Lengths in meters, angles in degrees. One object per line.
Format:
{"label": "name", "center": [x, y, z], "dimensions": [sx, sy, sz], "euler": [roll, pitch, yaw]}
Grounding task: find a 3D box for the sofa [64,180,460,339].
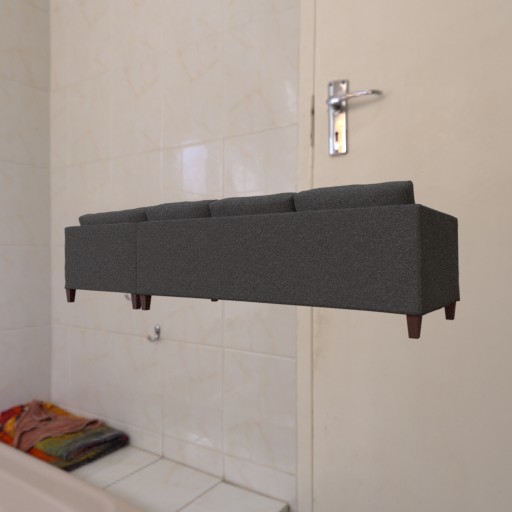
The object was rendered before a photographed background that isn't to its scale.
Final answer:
{"label": "sofa", "center": [0.000, 0.000, 3.783], "dimensions": [3.186, 0.846, 1.625], "euler": [0, 0, 35]}
